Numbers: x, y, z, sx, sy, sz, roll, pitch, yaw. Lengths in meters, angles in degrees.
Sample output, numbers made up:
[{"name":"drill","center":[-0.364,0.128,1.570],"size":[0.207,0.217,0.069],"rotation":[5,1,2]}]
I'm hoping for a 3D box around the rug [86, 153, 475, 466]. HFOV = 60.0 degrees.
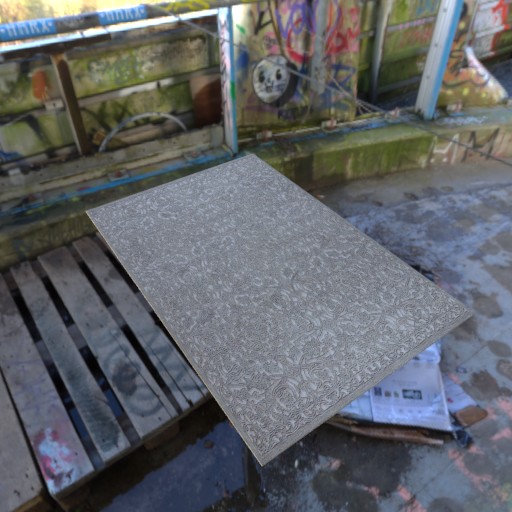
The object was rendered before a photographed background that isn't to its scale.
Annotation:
[{"name":"rug","center":[0.000,0.000,2.364],"size":[1.221,0.006,1.827],"rotation":[-25,48,-25]}]
